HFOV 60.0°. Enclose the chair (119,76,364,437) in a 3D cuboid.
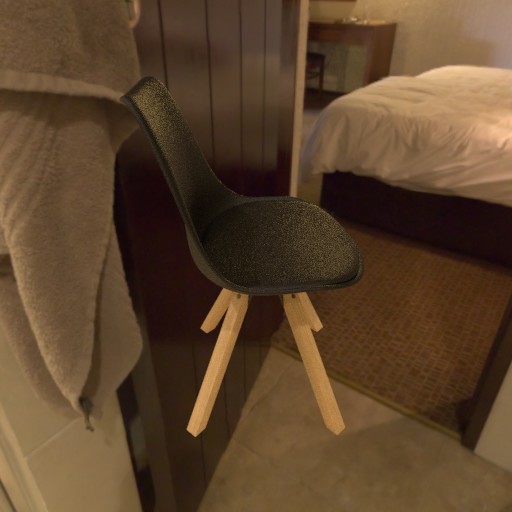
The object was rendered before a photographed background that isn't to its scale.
[{"bbox_3d":[0.000,0.000,1.160,0.549,0.850,0.485,-1,32,-1],"label":"chair"}]
